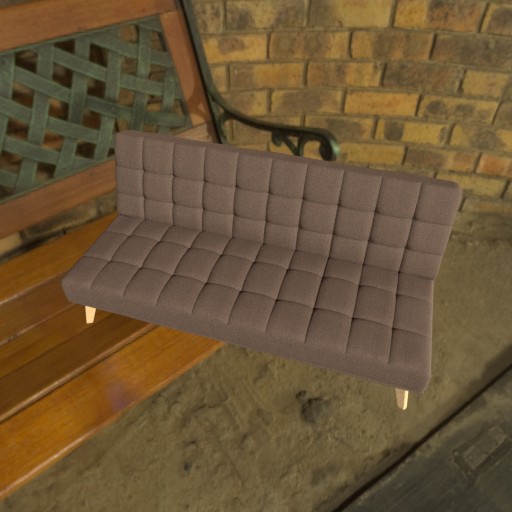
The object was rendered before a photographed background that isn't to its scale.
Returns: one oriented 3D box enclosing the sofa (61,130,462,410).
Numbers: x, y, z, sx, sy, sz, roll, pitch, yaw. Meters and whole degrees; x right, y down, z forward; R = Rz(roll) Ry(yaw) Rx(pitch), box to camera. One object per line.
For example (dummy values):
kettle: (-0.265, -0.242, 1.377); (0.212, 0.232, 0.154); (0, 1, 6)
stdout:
sofa: (0.000, 0.000, 2.265); (1.800, 0.810, 0.860); (12, 44, 13)
